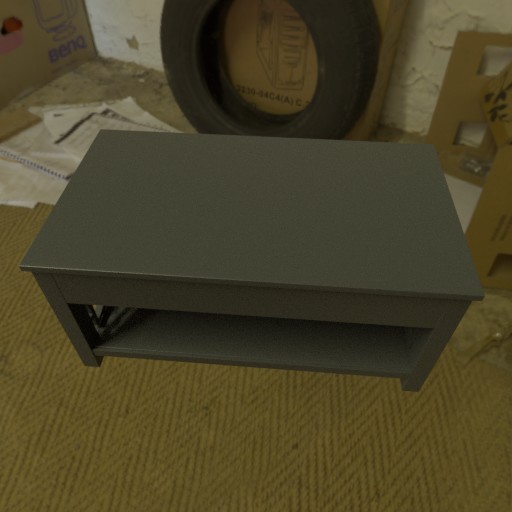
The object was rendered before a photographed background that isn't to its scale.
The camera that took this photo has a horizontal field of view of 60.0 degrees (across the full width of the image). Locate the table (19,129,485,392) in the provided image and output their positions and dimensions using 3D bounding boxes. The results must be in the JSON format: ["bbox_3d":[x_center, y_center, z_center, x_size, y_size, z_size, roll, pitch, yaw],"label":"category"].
[{"bbox_3d":[0.000,0.000,1.398,1.068,0.493,0.612,4,47,3],"label":"table"}]
